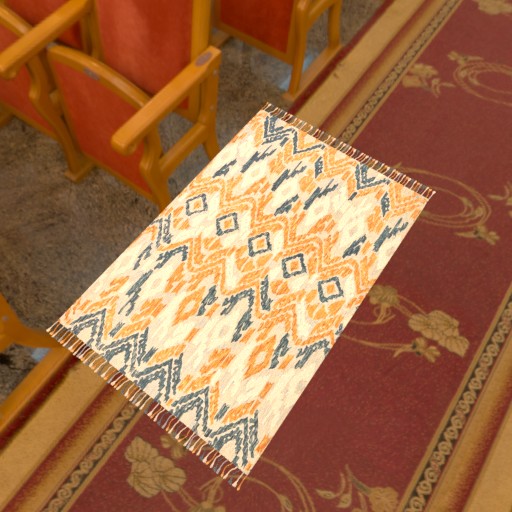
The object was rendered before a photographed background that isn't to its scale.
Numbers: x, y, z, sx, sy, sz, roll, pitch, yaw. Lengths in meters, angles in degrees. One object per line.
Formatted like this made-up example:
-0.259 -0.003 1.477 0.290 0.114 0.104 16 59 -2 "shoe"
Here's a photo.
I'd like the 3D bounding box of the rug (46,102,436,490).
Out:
0.000 0.000 3.040 1.533 0.010 2.428 33 68 15 "rug"
